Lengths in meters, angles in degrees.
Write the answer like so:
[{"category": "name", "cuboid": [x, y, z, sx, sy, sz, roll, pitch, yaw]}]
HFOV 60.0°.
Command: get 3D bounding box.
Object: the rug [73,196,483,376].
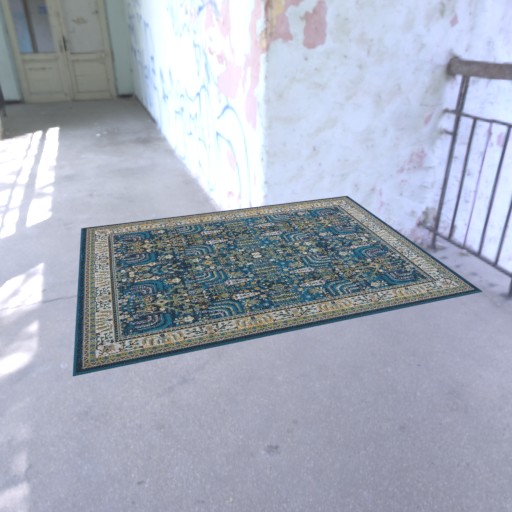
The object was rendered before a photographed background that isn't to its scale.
[{"category": "rug", "cuboid": [0.000, 0.000, 4.017, 3.044, 0.015, 2.226, -9, 30, -16]}]
